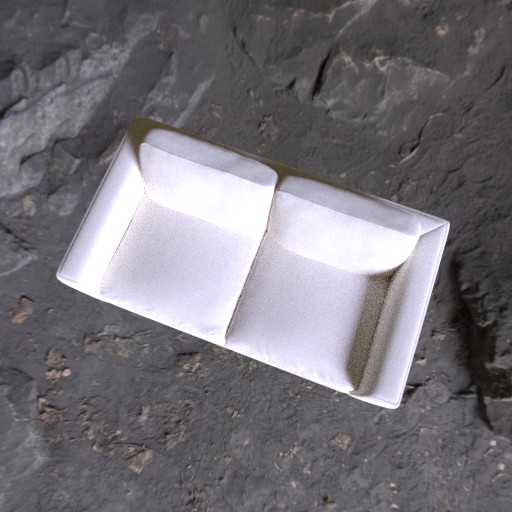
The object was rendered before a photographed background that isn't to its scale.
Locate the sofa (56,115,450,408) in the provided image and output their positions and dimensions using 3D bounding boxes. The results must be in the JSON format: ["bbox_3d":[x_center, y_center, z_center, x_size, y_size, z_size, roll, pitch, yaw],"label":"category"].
[{"bbox_3d":[0.000,0.000,2.521,1.920,0.801,1.069,20,76,5],"label":"sofa"}]
